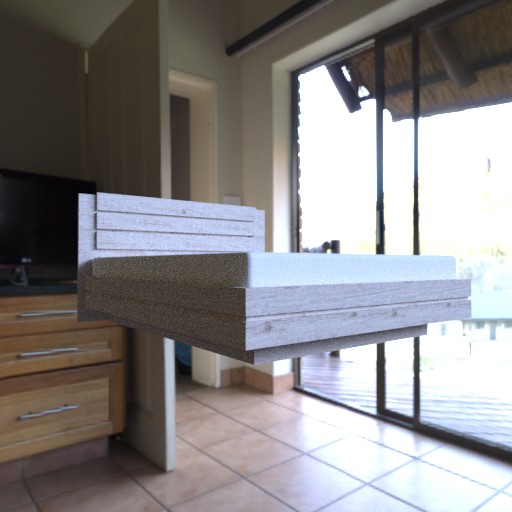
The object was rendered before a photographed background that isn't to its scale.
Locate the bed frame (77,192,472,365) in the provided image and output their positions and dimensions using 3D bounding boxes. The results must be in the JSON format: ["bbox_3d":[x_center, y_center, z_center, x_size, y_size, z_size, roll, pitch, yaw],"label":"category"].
[{"bbox_3d":[0.000,0.000,2.991,1.750,0.970,2.080,1,-1,-37],"label":"bed frame"}]
